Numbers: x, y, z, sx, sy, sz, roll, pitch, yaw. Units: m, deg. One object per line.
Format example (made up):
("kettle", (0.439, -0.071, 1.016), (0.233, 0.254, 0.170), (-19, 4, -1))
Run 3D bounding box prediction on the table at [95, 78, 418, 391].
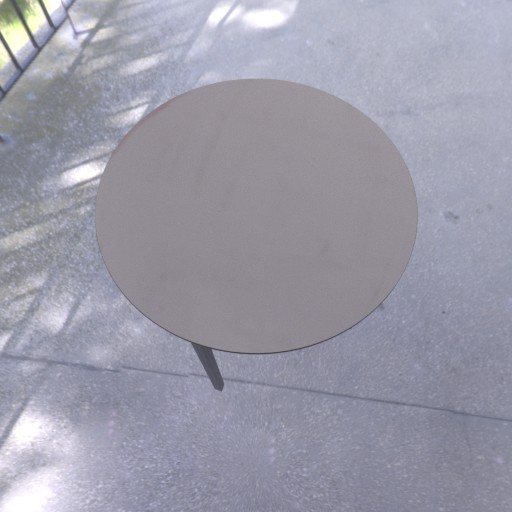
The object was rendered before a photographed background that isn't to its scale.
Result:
("table", (0.000, 0.000, 0.891), (0.499, 0.443, 0.499), (0, 64, 0))
